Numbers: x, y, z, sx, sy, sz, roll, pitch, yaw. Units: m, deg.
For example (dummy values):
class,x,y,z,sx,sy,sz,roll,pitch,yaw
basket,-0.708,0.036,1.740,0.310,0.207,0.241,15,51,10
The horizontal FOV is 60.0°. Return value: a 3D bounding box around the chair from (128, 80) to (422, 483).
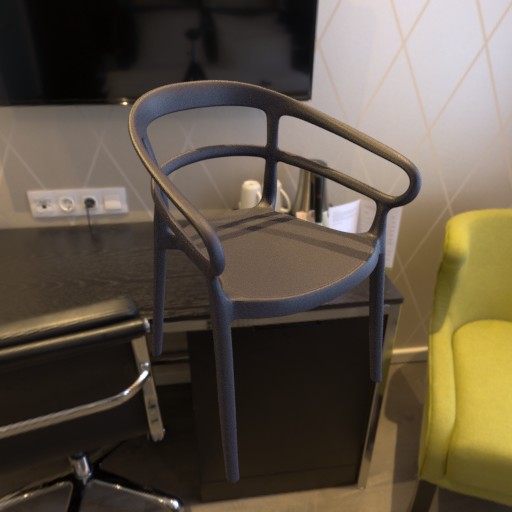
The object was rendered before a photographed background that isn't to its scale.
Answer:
class,x,y,z,sx,sy,sz,roll,pitch,yaw
chair,0.000,0.000,1.101,0.559,0.761,0.527,-20,35,-32
